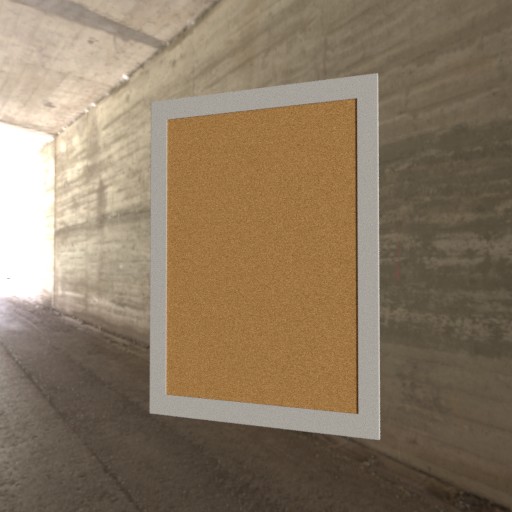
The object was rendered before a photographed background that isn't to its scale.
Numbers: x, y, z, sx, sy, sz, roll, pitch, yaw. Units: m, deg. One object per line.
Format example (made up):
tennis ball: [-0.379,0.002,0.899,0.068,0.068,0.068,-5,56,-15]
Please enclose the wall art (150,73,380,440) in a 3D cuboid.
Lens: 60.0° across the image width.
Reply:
wall art: [0.000,0.000,0.700,0.374,0.529,0.012,0,-1,18]
